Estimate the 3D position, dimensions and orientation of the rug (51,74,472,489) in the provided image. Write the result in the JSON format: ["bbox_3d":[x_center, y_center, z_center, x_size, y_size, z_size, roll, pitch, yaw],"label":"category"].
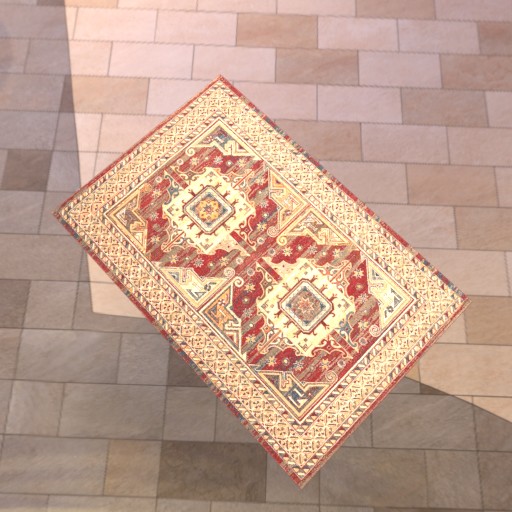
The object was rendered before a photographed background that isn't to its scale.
[{"bbox_3d":[0.000,0.000,5.651,3.033,0.033,4.578,-43,79,-11],"label":"rug"}]
